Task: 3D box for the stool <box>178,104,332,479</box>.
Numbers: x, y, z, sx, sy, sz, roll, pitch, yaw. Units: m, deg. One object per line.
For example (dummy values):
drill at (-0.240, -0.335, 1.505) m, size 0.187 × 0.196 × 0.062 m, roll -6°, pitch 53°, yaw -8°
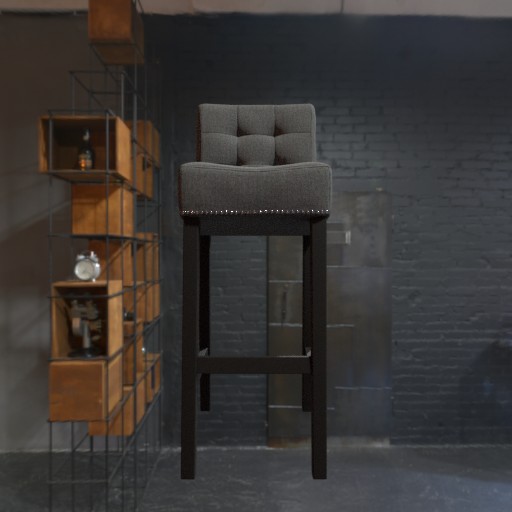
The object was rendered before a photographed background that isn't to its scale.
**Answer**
stool at (0.000, 0.000, 1.307) m, size 0.411 × 1.047 × 0.548 m, roll 0°, pitch 0°, yaw 0°
